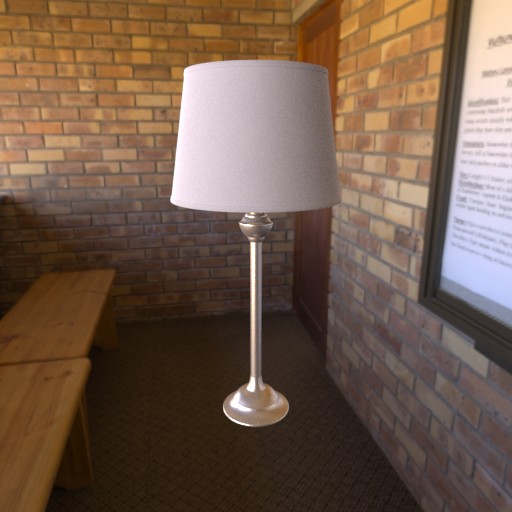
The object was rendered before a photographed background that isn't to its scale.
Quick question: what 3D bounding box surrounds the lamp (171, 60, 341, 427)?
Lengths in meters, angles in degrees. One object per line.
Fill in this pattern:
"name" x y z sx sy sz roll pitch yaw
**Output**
"lamp" 0.000 0.000 0.903 0.331 0.698 0.331 0 15 0
